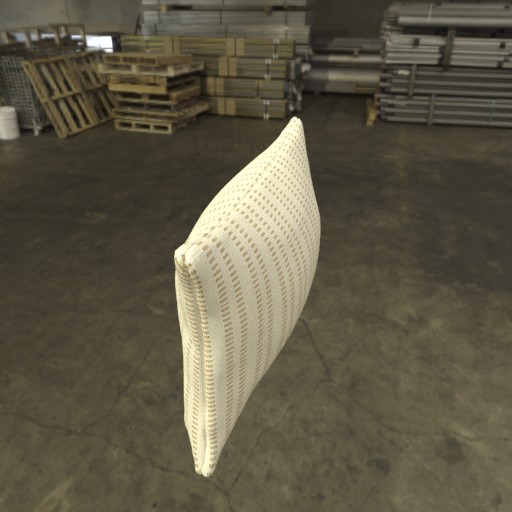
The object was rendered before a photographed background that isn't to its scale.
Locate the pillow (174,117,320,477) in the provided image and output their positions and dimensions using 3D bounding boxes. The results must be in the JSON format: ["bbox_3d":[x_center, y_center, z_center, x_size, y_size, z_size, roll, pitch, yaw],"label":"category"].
[{"bbox_3d":[0.000,0.000,0.788,0.210,0.353,0.640,8,31,13],"label":"pillow"}]
